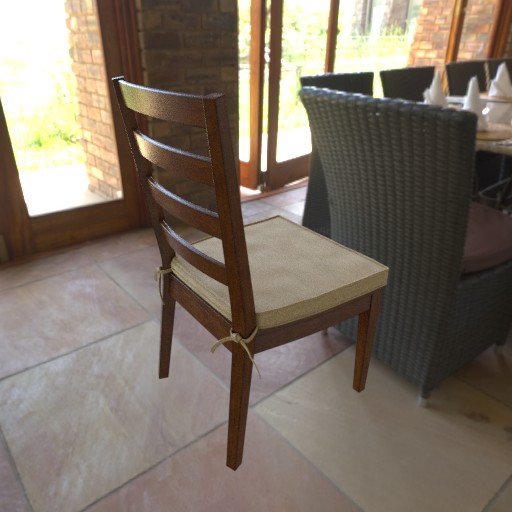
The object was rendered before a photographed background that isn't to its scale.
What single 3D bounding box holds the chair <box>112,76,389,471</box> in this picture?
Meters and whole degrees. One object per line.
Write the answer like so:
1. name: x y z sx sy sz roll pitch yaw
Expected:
1. chair: 0.000 0.000 1.309 0.595 0.979 0.593 -18 32 -32
